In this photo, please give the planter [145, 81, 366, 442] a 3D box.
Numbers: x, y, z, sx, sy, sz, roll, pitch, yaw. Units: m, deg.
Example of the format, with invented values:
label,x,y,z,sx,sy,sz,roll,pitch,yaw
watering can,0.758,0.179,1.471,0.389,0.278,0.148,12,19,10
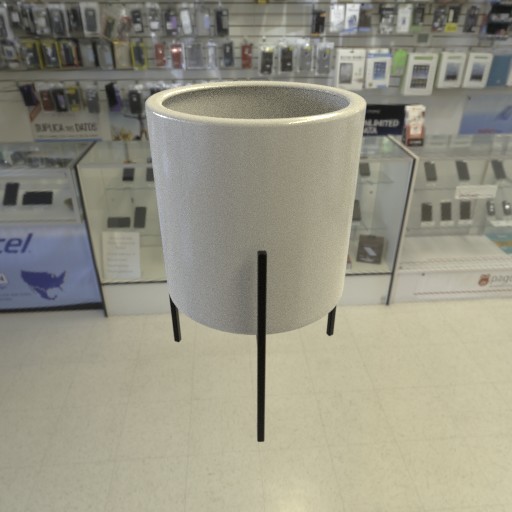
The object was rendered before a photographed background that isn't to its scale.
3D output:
label,x,y,z,sx,sy,sz,roll,pitch,yaw
planter,0.000,0.000,0.523,0.239,0.356,0.239,-1,30,-2
